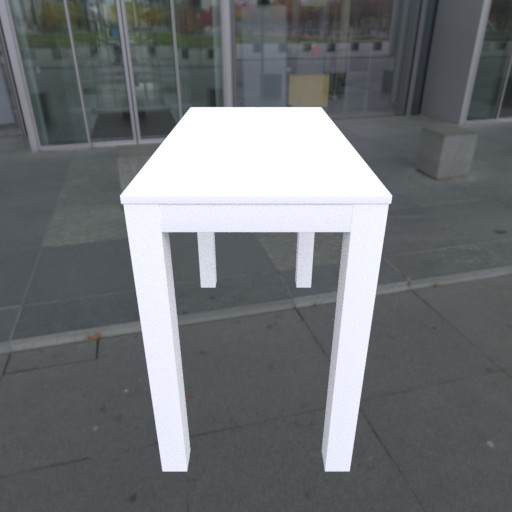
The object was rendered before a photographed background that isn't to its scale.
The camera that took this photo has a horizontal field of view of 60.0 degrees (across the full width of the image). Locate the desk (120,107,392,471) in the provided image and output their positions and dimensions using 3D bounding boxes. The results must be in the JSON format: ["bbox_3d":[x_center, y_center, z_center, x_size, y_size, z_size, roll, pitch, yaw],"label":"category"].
[{"bbox_3d":[0.000,0.000,1.423,0.497,0.762,0.990,0,27,0],"label":"desk"}]
